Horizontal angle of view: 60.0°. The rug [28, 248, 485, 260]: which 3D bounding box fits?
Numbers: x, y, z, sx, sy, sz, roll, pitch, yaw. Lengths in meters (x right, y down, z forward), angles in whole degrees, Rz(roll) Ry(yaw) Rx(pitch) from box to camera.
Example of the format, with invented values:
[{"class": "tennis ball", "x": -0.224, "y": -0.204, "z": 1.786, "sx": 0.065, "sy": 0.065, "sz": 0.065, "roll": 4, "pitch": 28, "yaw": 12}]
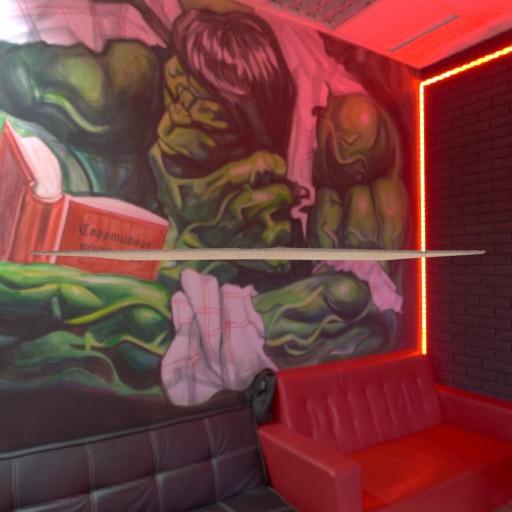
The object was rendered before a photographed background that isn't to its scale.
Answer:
[{"class": "rug", "x": 0.000, "y": 0.000, "z": 4.287, "sx": 3.202, "sy": 0.045, "sz": 2.434, "roll": 0, "pitch": -2, "yaw": 0}]
